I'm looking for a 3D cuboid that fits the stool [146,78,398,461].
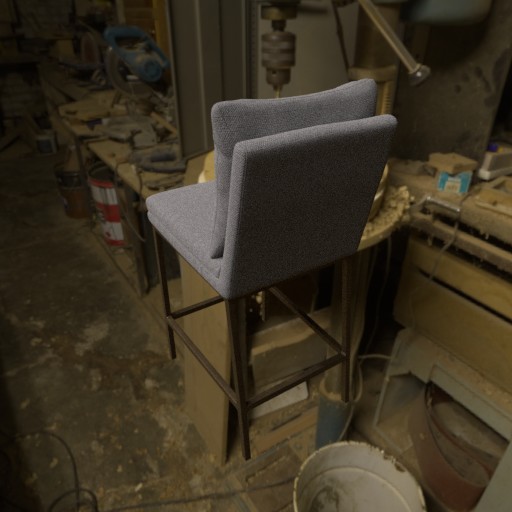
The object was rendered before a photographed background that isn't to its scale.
[{"bbox_3d":[0.000,0.000,1.352,0.463,1.031,0.569,-18,36,-28],"label":"stool"}]
